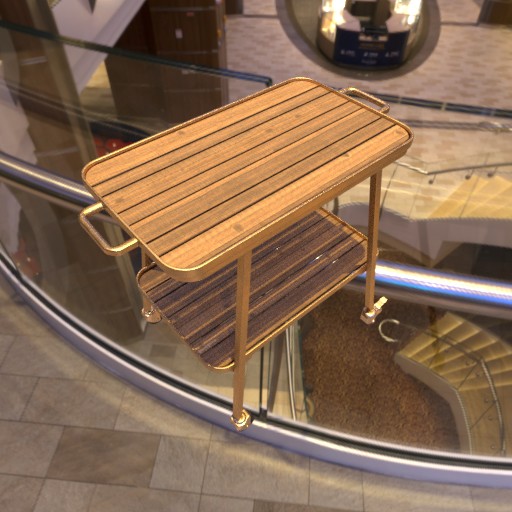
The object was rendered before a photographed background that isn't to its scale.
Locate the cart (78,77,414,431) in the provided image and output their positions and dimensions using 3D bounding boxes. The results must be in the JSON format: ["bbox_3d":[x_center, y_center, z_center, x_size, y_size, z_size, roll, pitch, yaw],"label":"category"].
[{"bbox_3d":[0.000,0.000,1.251,0.806,0.700,0.524,-32,55,-26],"label":"cart"}]
